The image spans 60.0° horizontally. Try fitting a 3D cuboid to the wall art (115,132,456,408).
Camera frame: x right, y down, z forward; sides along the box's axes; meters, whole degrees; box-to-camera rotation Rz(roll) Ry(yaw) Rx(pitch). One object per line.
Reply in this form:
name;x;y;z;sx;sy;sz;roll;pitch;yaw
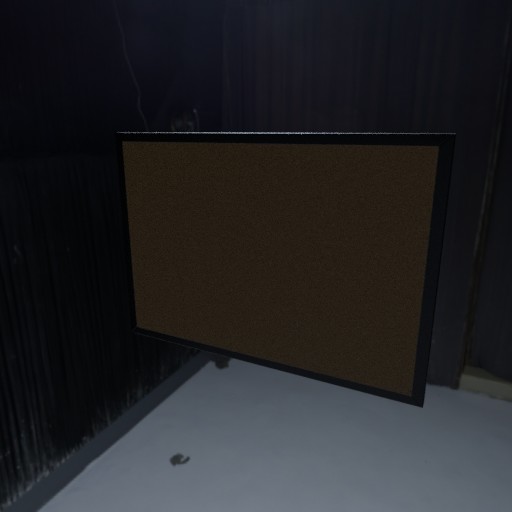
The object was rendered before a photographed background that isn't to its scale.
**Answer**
wall art;0.000;0.000;0.573;0.440;0.306;0.013;8;18;26
